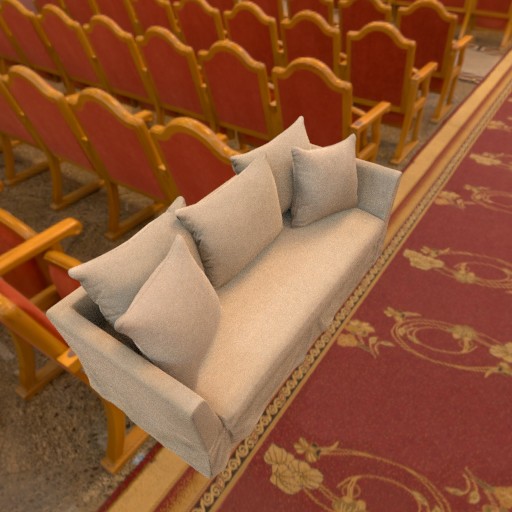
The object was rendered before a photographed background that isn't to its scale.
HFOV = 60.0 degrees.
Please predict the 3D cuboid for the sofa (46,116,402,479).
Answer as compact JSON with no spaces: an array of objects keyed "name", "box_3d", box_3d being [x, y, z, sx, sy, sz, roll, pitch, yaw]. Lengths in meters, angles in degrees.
[{"name":"sofa","box_3d":[0.000,0.000,2.831,1.031,1.034,2.290,25,48,25]}]
